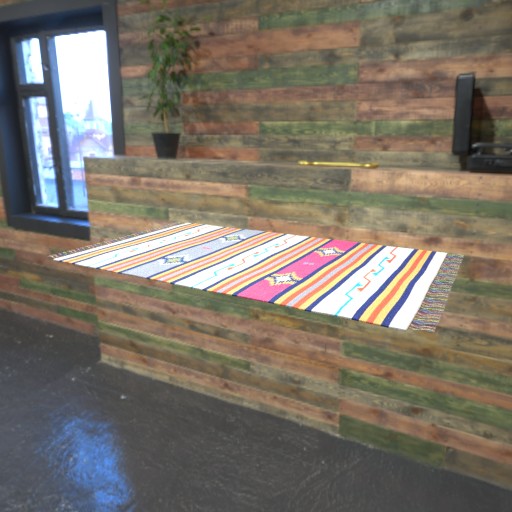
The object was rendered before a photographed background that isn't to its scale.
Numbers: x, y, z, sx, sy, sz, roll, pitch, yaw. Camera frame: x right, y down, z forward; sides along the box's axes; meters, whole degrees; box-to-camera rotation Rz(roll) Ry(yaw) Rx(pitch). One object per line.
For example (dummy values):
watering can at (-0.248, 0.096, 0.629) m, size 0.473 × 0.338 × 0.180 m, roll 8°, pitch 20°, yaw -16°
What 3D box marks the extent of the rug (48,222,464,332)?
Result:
rug at (0.000, 0.000, 2.243) m, size 1.849 × 0.013 × 1.084 m, roll 8°, pitch 17°, yaw 28°
